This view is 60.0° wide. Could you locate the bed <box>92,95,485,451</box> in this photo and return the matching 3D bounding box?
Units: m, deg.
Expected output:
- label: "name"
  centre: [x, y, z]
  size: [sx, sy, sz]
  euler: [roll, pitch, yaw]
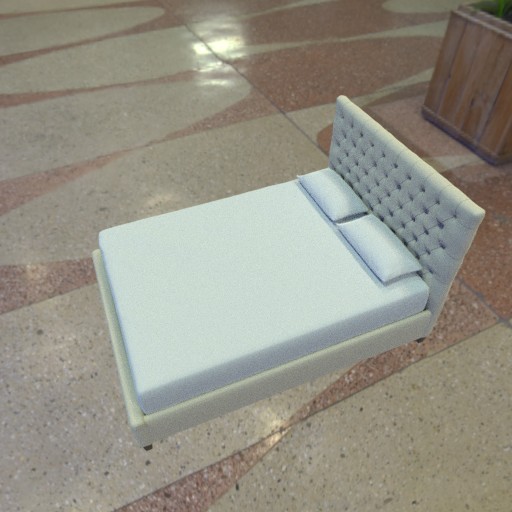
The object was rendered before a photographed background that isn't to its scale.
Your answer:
- label: "bed"
  centre: [0.000, 0.000, 3.402]
  size: [2.387, 1.427, 1.698]
  euler: [-17, 48, -16]
